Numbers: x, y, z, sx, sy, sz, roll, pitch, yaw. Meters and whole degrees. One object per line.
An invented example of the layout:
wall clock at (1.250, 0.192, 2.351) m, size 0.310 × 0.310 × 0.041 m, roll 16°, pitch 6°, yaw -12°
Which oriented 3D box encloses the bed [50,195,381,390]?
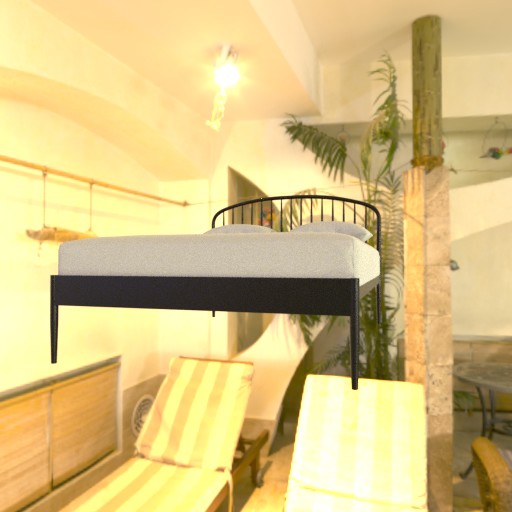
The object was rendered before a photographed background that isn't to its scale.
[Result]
bed at (0.000, 0.000, 3.131) m, size 1.618 × 1.166 × 2.159 m, roll 0°, pitch -1°, yaw 18°
